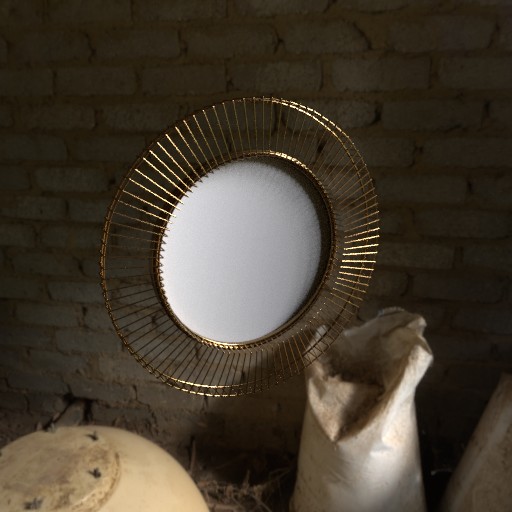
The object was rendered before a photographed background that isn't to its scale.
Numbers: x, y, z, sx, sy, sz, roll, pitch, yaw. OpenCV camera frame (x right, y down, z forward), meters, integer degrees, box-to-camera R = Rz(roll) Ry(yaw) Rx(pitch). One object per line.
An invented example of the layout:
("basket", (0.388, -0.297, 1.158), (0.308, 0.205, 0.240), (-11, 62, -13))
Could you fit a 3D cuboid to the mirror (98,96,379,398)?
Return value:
("mirror", (0.000, 0.000, 1.040), (0.703, 0.703, 0.067), (-9, 20, -27))
